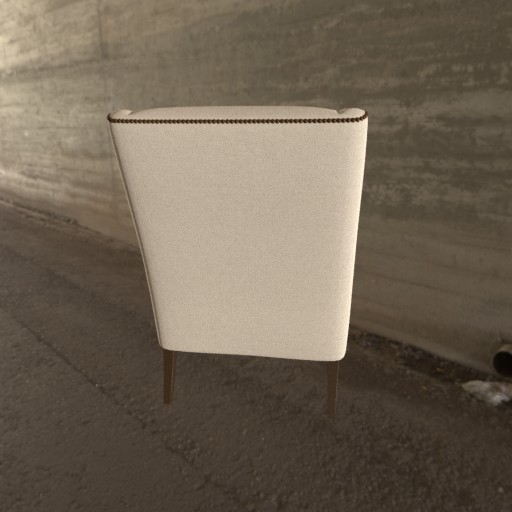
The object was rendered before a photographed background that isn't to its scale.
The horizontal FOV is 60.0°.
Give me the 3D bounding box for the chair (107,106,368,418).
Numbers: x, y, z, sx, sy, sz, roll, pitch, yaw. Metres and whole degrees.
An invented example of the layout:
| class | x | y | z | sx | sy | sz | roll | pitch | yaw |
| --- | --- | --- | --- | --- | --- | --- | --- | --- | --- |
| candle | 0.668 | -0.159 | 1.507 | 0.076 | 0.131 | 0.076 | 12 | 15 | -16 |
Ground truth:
| class | x | y | z | sx | sy | sz | roll | pitch | yaw |
| --- | --- | --- | --- | --- | --- | --- | --- | --- | --- |
| chair | 0.000 | 0.000 | 1.669 | 0.737 | 1.029 | 0.940 | 2 | 16 | 8 |
